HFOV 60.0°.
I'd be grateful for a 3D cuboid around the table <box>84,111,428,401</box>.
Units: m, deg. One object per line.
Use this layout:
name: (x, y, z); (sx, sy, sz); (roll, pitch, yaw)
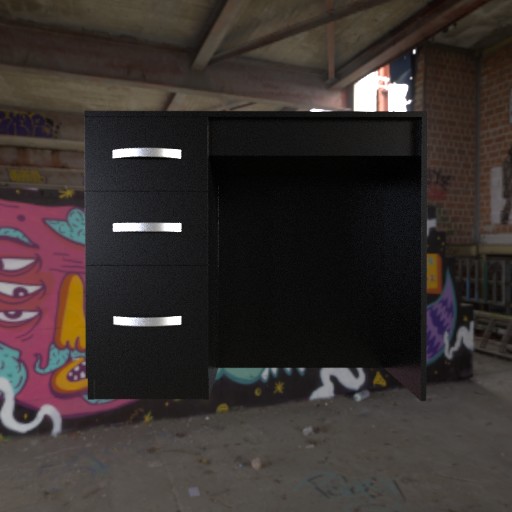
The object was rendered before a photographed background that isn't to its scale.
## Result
table: (0.000, 0.000, 1.369); (0.930, 0.790, 0.380); (0, 1, 0)
